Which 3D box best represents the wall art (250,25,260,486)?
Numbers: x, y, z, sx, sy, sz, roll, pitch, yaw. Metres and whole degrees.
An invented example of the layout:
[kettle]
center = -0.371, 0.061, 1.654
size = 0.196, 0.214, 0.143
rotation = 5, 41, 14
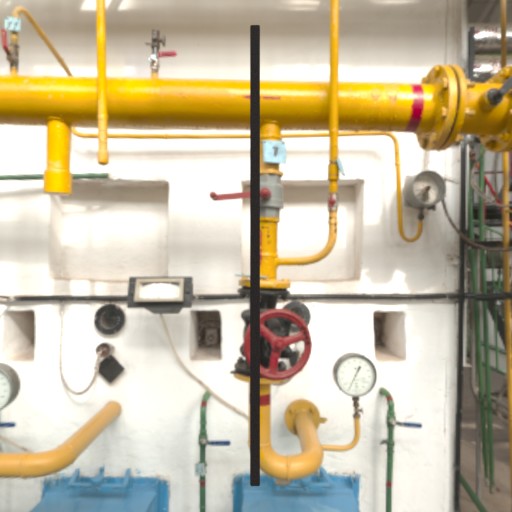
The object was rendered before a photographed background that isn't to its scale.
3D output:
[wall art]
center = 0.000, 0.000, 0.695
size = 0.012, 0.529, 0.374
rotation = 0, -1, 0
